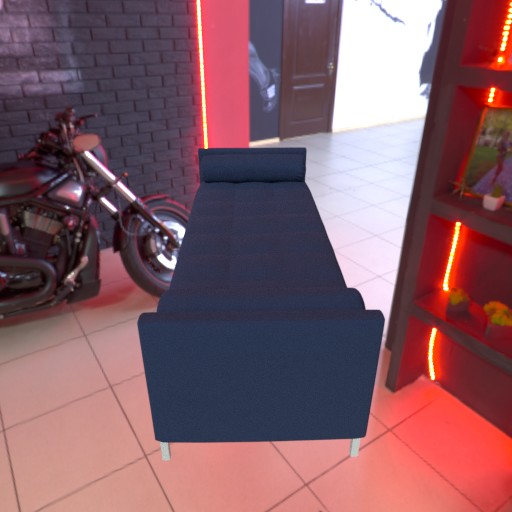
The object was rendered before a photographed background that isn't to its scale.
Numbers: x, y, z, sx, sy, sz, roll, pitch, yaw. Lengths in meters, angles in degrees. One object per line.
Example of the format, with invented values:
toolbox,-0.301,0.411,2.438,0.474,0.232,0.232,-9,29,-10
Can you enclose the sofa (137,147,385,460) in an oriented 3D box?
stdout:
sofa,0.000,0.000,2.422,0.797,0.657,2.102,-1,28,-1
